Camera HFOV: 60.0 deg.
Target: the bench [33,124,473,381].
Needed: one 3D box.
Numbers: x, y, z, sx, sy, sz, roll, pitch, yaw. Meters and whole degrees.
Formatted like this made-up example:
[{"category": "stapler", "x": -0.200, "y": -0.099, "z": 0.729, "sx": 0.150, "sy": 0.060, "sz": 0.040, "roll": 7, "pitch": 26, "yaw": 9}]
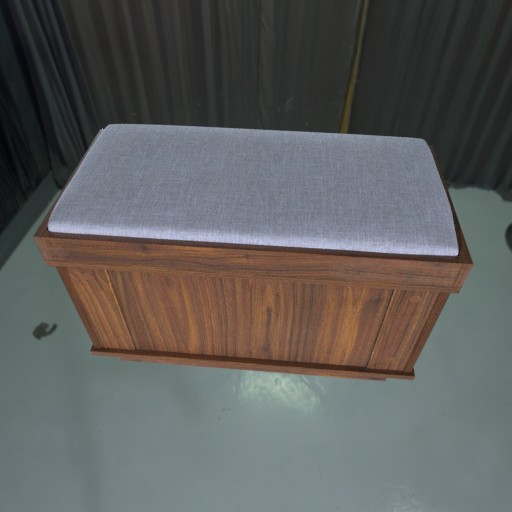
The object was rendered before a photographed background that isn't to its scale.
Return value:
[{"category": "bench", "x": 0.000, "y": 0.000, "z": 1.004, "sx": 0.734, "sy": 0.461, "sz": 0.362, "roll": 4, "pitch": 46, "yaw": 3}]
